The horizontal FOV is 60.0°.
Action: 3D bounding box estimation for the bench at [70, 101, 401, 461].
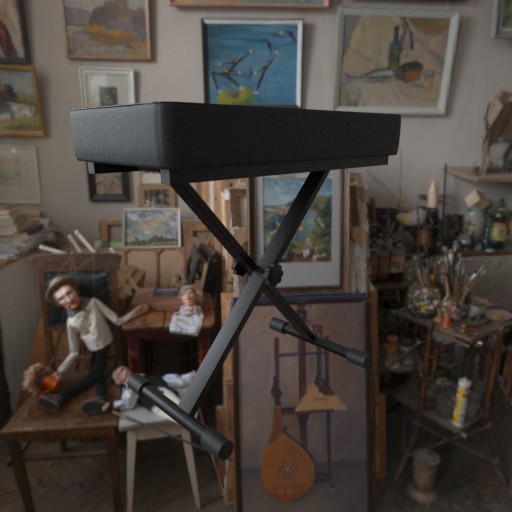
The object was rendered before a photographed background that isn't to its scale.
[{"bbox_3d":[0.000,0.000,0.910,0.600,0.561,0.300,-15,21,-42],"label":"bench"}]
